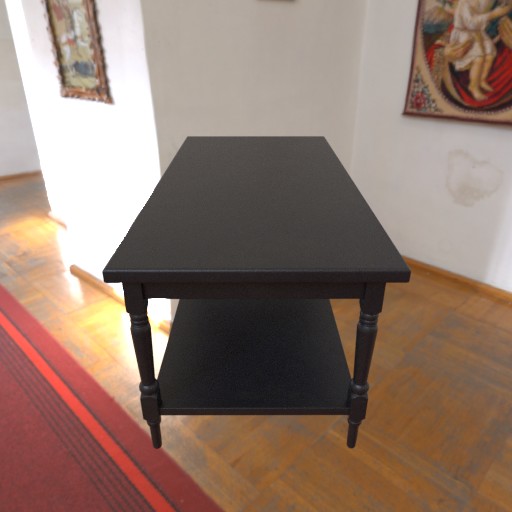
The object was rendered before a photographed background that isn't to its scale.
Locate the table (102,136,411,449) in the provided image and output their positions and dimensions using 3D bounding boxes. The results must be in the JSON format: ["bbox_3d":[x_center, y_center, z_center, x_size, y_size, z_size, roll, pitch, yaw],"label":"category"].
[{"bbox_3d":[0.000,0.000,1.393,0.550,0.510,1.107,0,27,0],"label":"table"}]
